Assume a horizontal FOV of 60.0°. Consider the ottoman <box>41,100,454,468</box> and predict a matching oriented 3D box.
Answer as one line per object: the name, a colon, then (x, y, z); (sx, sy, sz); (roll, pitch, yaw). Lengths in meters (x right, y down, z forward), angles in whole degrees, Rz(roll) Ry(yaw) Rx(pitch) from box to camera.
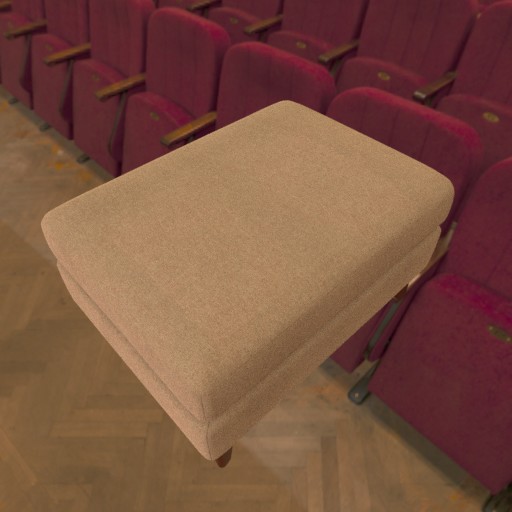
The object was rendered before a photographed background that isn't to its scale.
ottoman: (0.000, 0.000, 1.176); (0.823, 0.478, 0.610); (-34, 55, -28)
